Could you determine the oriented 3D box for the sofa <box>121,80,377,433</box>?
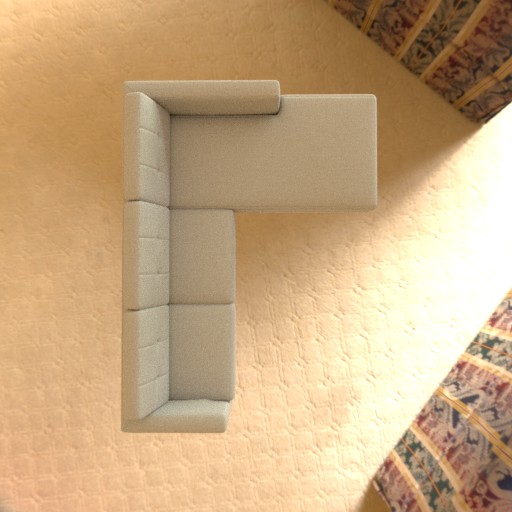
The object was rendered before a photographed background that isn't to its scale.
[{"bbox_3d":[0.000,0.000,2.793,1.530,0.860,2.040,0,89,1],"label":"sofa"}]
